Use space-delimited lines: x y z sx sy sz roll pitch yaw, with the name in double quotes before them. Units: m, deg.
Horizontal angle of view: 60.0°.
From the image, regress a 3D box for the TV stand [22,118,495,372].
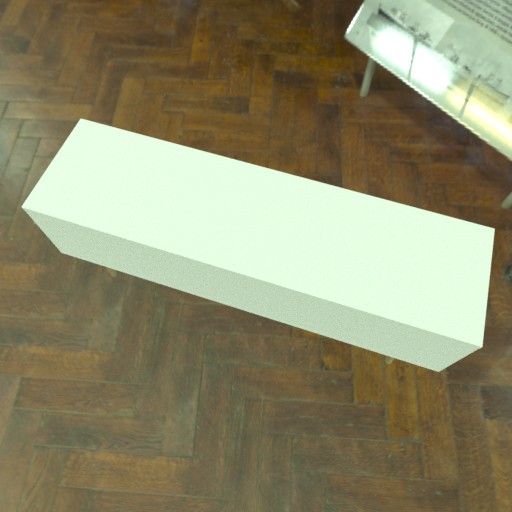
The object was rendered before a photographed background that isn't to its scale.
"TV stand" 0.000 0.000 1.609 1.398 0.560 0.401 17 65 8
